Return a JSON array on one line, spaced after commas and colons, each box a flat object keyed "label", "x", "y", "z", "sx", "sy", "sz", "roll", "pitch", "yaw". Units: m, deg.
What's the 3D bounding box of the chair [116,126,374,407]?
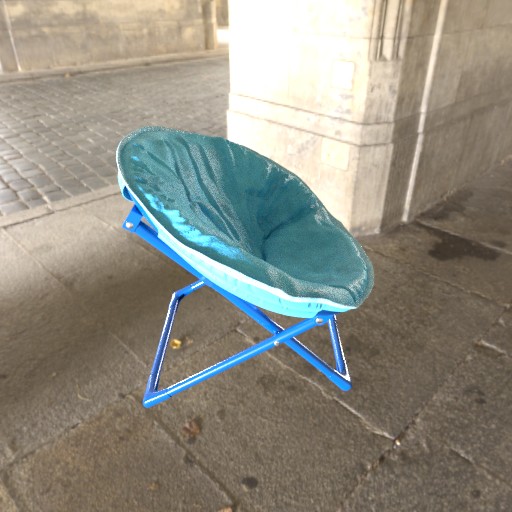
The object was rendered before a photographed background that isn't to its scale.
[{"label": "chair", "x": 0.000, "y": 0.000, "z": 0.886, "sx": 0.465, "sy": 0.478, "sz": 0.520, "roll": 0, "pitch": 31, "yaw": 0}]
